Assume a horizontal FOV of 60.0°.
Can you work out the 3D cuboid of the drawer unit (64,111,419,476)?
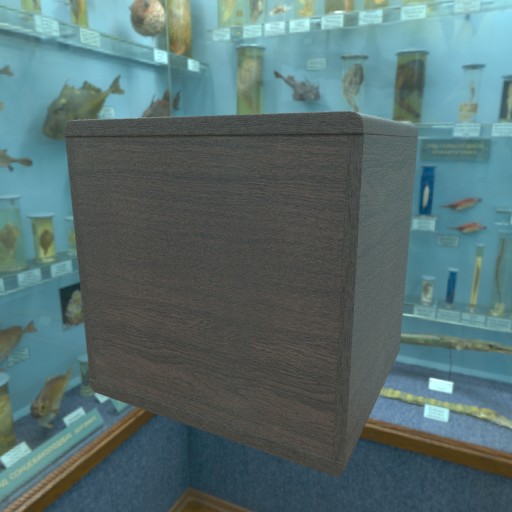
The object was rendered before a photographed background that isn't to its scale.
[{"bbox_3d":[0.000,0.000,0.590,0.344,0.344,0.290,7,16,27],"label":"drawer unit"}]
